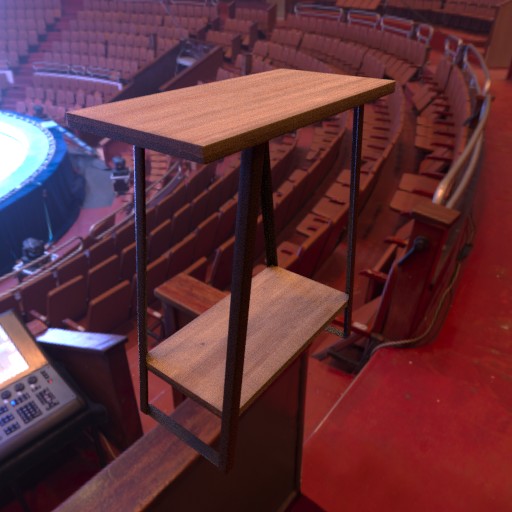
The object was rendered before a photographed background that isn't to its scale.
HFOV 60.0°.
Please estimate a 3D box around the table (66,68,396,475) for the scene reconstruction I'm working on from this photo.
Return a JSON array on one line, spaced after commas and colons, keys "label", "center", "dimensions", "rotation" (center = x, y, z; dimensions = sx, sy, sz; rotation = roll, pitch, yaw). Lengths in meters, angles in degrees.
[{"label": "table", "center": [0.000, 0.000, 1.003], "dimensions": [0.300, 0.701, 0.599], "rotation": [21, 37, 32]}]
